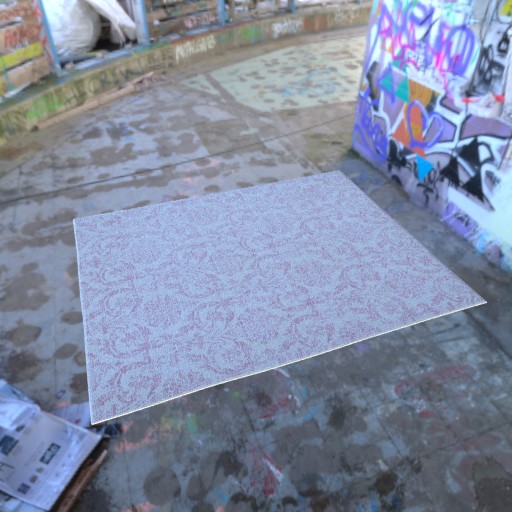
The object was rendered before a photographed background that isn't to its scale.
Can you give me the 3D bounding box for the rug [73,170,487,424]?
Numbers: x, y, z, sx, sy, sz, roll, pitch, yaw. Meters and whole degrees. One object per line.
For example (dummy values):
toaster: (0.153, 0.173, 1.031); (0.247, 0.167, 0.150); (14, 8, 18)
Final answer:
rug: (0.000, 0.000, 3.927); (2.980, 0.012, 2.363); (-13, 40, -16)
